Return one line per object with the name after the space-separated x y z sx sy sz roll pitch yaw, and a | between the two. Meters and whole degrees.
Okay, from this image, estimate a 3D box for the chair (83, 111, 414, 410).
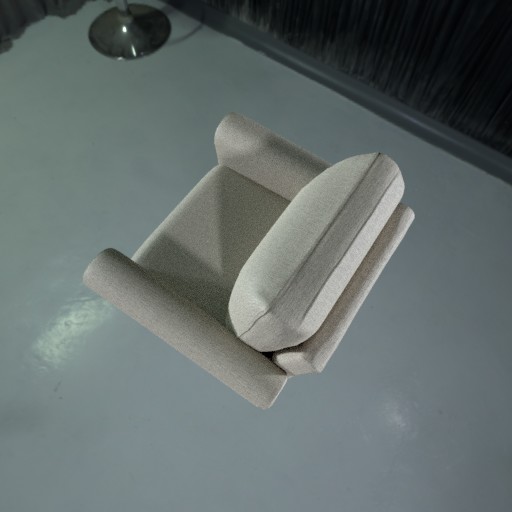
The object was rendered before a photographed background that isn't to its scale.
0.000 0.000 2.340 1.180 1.349 1.275 31 68 14 | chair
